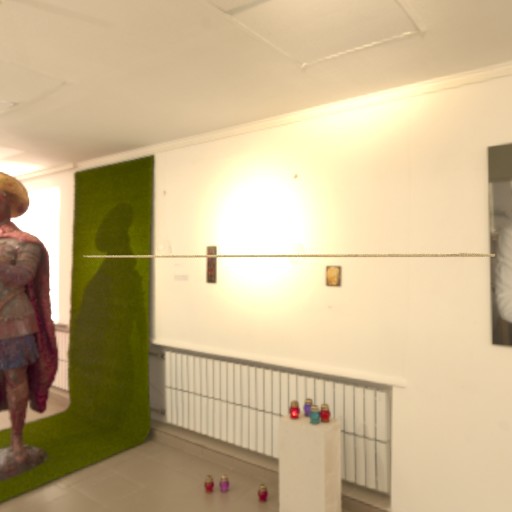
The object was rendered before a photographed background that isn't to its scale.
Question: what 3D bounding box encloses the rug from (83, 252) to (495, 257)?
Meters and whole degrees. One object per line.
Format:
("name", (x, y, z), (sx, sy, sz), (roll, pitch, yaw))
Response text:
("rug", (0.000, 0.000, 2.773), (2.544, 0.015, 0.795), (0, 0, 37))
